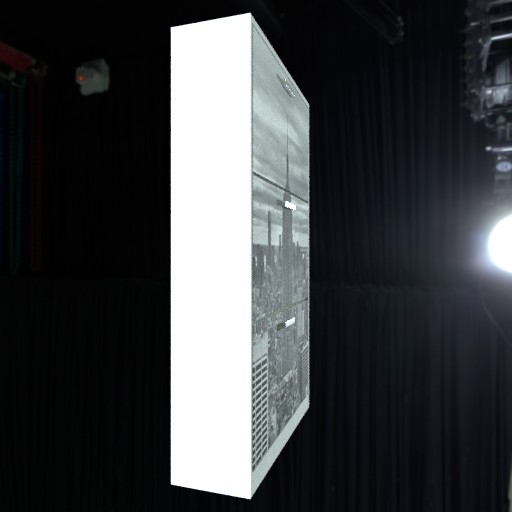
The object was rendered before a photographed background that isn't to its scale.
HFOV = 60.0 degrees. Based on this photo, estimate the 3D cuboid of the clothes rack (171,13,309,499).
[{"bbox_3d":[0.000,0.000,1.558,0.250,1.280,0.750,0,0,19],"label":"clothes rack"}]
